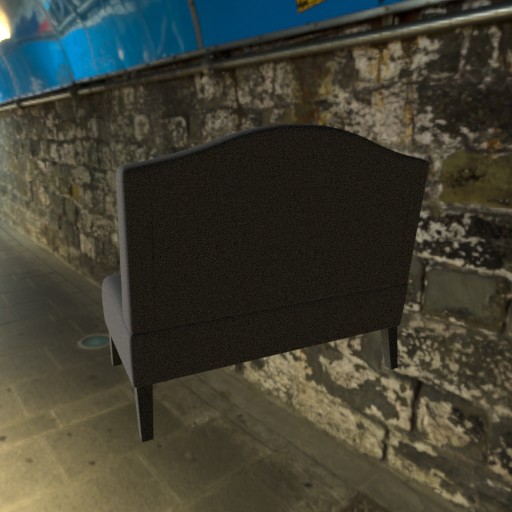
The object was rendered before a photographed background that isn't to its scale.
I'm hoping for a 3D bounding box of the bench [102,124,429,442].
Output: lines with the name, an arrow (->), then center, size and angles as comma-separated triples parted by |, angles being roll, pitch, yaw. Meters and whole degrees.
bench -> 0.000, 0.000, 2.106 | 1.335, 1.180, 0.815 | -7, 16, -26
